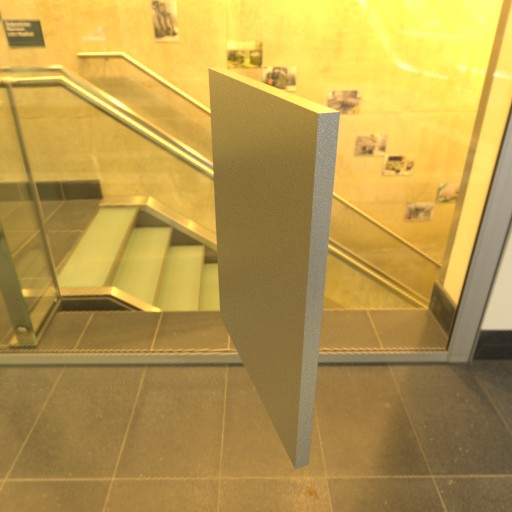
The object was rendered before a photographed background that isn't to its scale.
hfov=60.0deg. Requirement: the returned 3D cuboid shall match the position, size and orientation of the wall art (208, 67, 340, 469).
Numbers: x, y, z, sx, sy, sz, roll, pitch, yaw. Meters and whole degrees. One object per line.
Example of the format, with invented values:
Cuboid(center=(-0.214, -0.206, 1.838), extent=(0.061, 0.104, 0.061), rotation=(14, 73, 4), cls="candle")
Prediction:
Cuboid(center=(0.000, 0.000, 0.779), extent=(0.025, 0.569, 0.444), rotation=(-10, 30, -18), cls="wall art")
